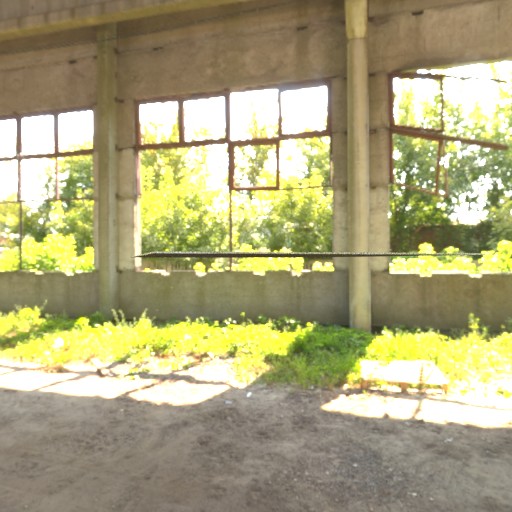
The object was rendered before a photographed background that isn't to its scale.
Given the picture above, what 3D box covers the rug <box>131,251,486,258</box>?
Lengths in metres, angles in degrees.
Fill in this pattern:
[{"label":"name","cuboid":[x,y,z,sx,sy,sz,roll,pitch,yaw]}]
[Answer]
[{"label":"rug","cuboid":[0.000,0.000,2.211,1.143,0.006,1.747,0,-1,-18]}]
